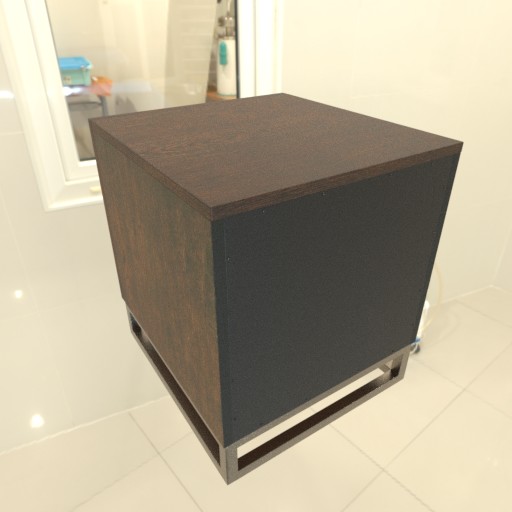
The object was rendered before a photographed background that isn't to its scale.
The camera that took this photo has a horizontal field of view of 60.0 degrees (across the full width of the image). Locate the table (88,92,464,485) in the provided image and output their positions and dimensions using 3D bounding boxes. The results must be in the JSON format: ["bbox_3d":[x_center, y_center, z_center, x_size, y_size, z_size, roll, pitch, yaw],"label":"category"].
[{"bbox_3d":[0.000,0.000,1.012,0.506,0.582,0.566,-19,35,-28],"label":"table"}]
